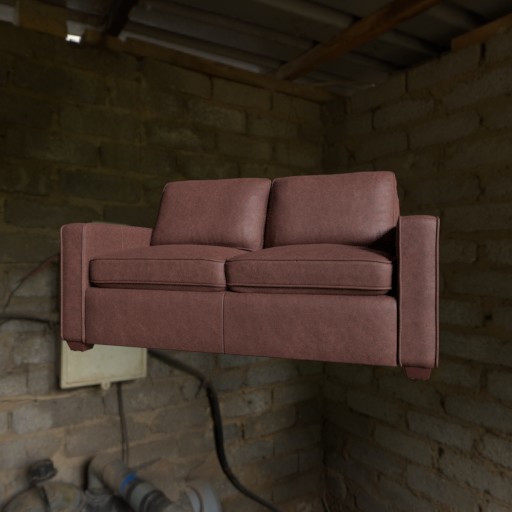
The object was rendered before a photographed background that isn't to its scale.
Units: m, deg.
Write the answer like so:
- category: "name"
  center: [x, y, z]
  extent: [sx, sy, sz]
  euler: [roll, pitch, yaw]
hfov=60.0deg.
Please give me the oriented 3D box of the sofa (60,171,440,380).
- category: "sofa"
  center: [0.000, 0.000, 2.297]
  extent: [1.709, 0.918, 0.947]
  euler: [0, 1, 18]
